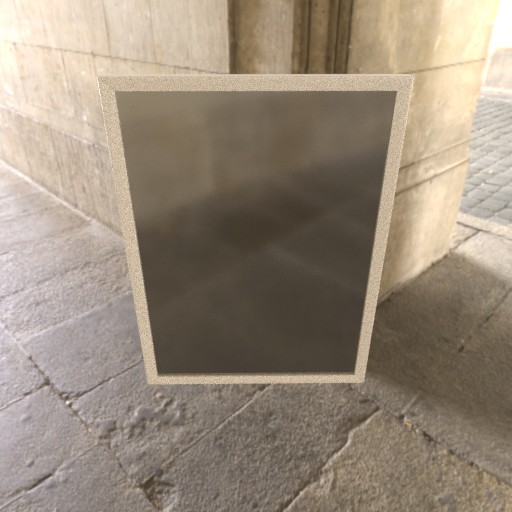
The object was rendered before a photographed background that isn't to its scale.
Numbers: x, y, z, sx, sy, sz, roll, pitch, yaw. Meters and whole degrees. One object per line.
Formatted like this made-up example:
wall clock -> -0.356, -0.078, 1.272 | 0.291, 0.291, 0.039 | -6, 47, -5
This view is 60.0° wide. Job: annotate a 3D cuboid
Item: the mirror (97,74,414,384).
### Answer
mirror -> 0.000, 0.000, 1.333 | 0.762, 1.016, 0.040 | 0, 30, -1
